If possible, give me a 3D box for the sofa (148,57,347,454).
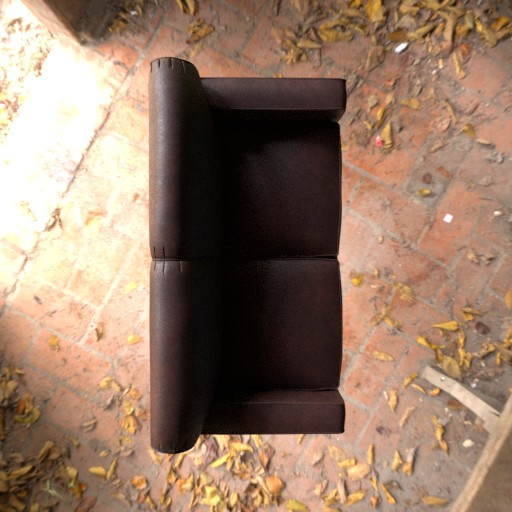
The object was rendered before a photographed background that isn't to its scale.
[{"bbox_3d":[0.000,0.000,2.429,1.000,0.966,1.856,0,91,-1],"label":"sofa"}]
